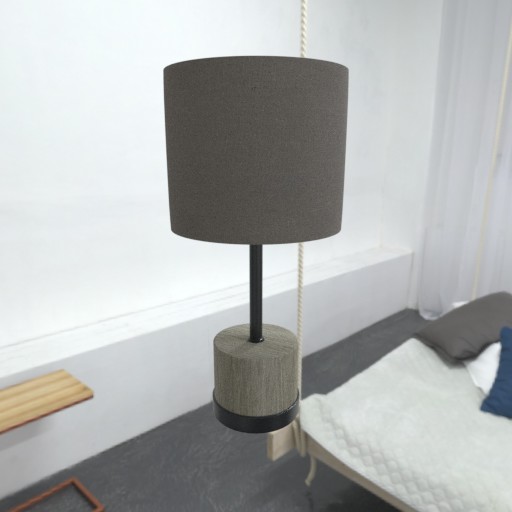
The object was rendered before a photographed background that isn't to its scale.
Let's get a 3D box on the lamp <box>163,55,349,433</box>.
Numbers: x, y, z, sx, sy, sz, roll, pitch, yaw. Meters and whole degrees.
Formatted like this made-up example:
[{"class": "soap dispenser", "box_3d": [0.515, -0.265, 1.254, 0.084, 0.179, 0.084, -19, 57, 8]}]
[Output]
[{"class": "lamp", "box_3d": [0.000, 0.000, 0.610, 0.229, 0.470, 0.229, 7, 16, 26]}]
